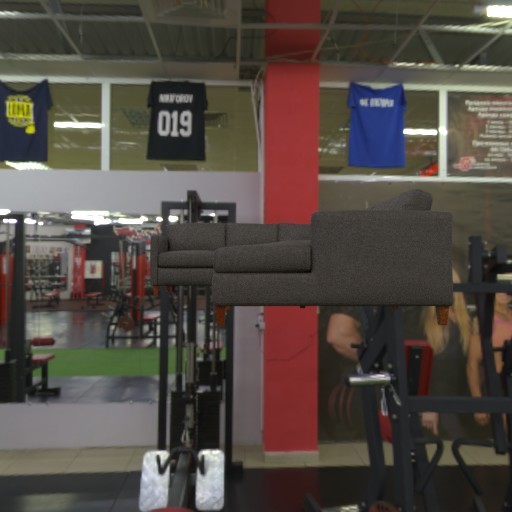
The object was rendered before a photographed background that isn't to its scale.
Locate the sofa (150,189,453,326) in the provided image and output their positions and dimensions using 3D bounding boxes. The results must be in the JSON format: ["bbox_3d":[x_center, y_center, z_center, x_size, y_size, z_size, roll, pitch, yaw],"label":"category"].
[{"bbox_3d":[0.000,0.000,4.581,2.594,0.961,3.460,0,-1,-1],"label":"sofa"}]
